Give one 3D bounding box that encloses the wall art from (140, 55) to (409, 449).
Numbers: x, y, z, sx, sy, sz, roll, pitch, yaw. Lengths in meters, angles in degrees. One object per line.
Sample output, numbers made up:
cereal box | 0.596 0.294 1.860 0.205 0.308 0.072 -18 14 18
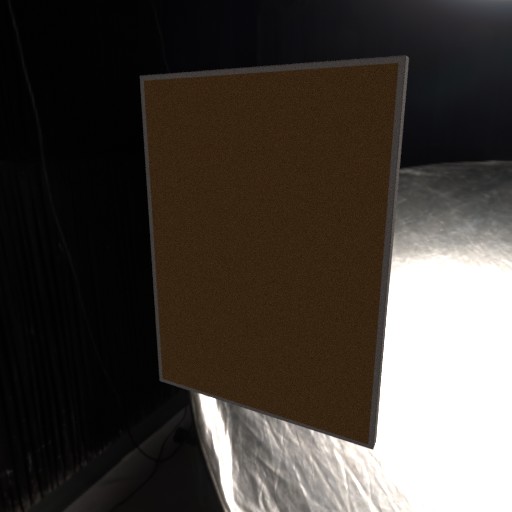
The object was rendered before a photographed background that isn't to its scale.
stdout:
wall art | 0.000 0.000 1.549 0.914 1.221 0.046 8 17 27
